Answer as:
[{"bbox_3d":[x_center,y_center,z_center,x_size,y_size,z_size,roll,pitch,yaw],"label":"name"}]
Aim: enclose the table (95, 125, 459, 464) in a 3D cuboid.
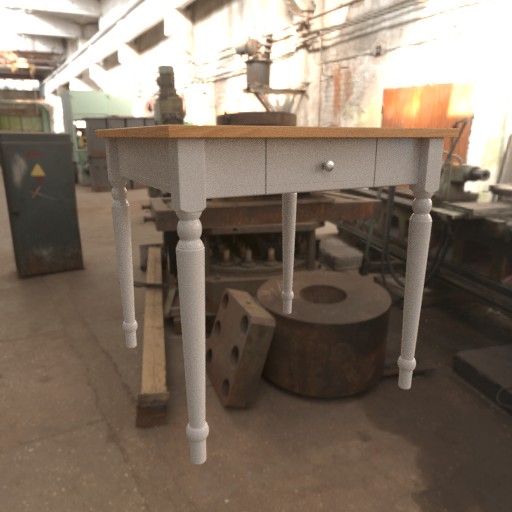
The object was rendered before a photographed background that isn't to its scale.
[{"bbox_3d":[0.000,0.000,1.344,0.747,0.738,0.747,-8,17,-27],"label":"table"}]
